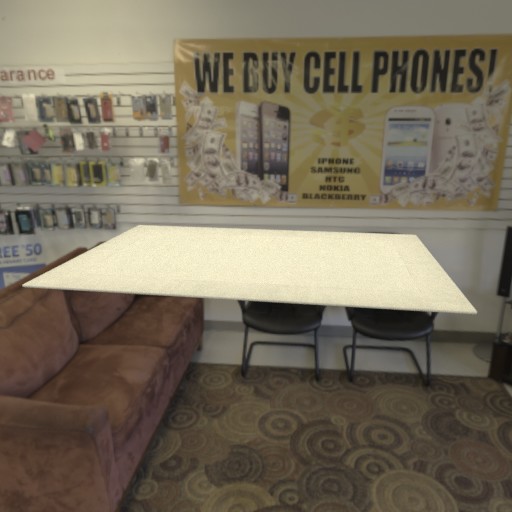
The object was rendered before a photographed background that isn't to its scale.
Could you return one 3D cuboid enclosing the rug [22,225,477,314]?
[{"bbox_3d":[0.000,0.000,2.326,1.829,0.013,1.219,3,16,9],"label":"rug"}]
